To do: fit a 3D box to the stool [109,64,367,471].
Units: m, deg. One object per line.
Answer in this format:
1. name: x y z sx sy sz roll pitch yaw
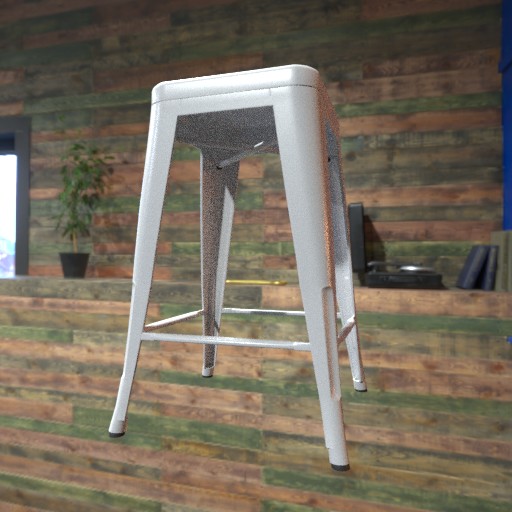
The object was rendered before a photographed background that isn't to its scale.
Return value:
1. stool: 0.000 0.000 0.879 0.406 0.610 0.406 0 0 18
